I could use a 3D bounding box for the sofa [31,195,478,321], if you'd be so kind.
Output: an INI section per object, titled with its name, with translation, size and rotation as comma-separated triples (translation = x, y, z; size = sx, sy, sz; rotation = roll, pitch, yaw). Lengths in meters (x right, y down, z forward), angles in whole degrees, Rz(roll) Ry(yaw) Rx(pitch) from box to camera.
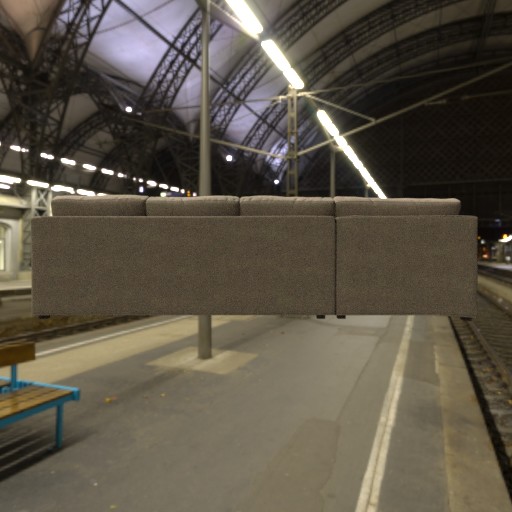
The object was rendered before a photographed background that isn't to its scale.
[sofa]
translation = 0.000, 0.000, 3.944
size = 3.205, 0.922, 1.650
rotation = 0, 0, 0
